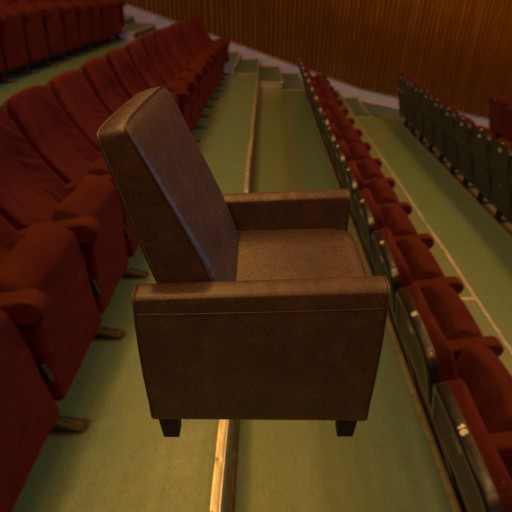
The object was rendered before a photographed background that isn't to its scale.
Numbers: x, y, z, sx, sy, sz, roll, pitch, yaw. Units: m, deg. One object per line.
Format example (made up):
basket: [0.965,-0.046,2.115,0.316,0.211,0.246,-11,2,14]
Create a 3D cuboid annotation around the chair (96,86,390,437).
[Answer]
chair: [0.000,0.000,1.486,0.746,1.013,0.705,0,31,1]
